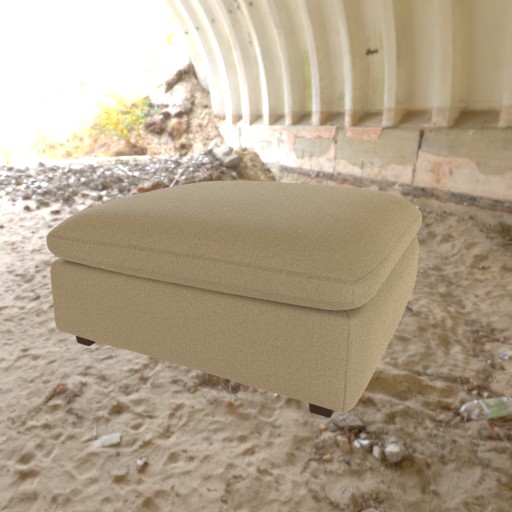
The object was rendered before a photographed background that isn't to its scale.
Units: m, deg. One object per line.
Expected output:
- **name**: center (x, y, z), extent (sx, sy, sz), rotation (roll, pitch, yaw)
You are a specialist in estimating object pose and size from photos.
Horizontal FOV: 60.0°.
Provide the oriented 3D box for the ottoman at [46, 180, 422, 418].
- **ottoman**: center (0.000, 0.000, 1.544), extent (0.996, 0.467, 0.977), rotation (8, 18, 26)
